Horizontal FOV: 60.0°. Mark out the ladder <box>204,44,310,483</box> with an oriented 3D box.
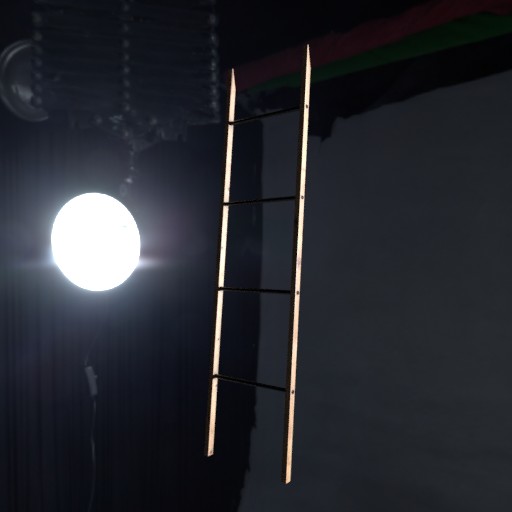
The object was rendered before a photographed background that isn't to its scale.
[{"bbox_3d":[0.000,0.000,1.959,0.442,1.805,0.200,0,0,36],"label":"ladder"}]
